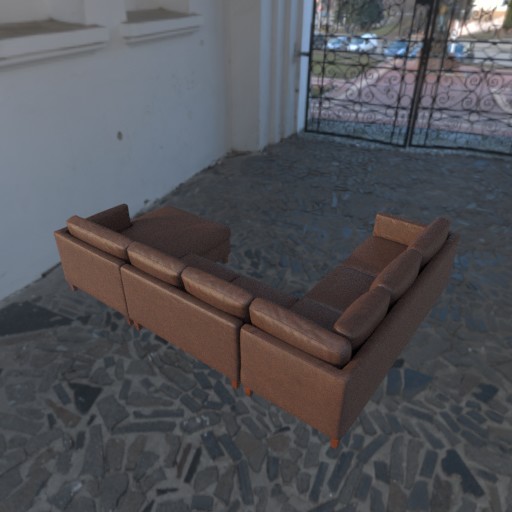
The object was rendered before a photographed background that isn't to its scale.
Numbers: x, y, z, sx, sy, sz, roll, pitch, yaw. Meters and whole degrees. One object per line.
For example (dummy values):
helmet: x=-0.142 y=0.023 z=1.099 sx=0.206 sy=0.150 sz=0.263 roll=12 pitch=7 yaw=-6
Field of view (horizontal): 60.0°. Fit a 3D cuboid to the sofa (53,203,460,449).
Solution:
sofa: x=0.000 y=0.000 z=4.758 sx=3.460 sy=0.923 sz=2.593 roll=21 pitch=37 yaw=31
